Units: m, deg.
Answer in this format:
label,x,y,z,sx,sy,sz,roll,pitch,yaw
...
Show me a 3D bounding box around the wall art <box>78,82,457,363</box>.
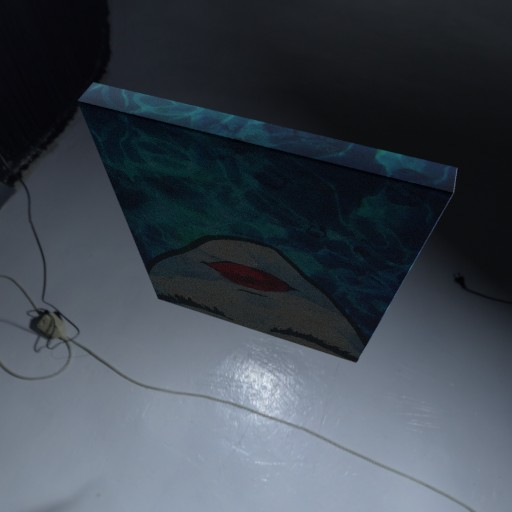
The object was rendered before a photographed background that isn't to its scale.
label,x,y,z,sx,sy,sz,roll,pitch,yaw
wall art,0.000,0.000,0.705,0.432,0.508,0.038,16,59,10
